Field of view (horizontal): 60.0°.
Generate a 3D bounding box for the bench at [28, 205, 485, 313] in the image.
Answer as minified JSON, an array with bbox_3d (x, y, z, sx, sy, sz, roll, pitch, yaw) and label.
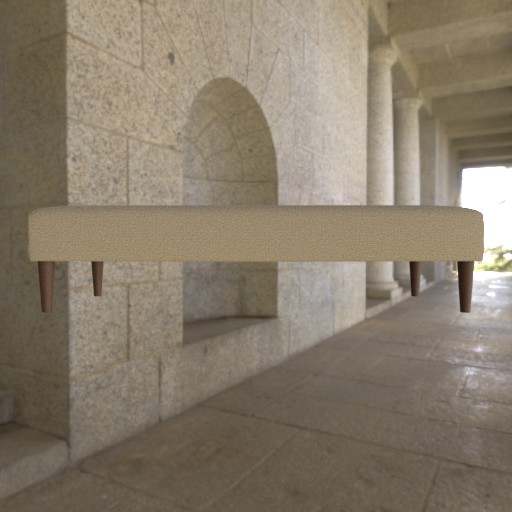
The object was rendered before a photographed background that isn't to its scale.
[{"bbox_3d":[0.000,0.000,1.851,1.609,0.393,0.646,0,1,0],"label":"bench"}]
